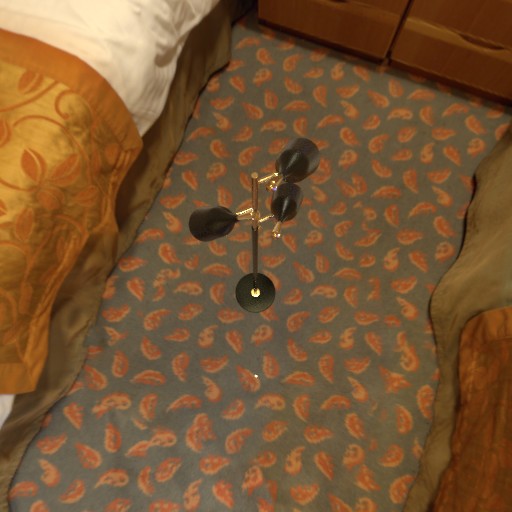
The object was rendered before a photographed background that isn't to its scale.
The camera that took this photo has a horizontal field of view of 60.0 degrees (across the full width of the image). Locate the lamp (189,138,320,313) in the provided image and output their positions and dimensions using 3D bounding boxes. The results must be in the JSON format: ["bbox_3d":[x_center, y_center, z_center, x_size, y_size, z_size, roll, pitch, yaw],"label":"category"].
[{"bbox_3d":[0.000,0.000,1.944,0.434,1.778,0.253,-24,76,-6],"label":"lamp"}]
